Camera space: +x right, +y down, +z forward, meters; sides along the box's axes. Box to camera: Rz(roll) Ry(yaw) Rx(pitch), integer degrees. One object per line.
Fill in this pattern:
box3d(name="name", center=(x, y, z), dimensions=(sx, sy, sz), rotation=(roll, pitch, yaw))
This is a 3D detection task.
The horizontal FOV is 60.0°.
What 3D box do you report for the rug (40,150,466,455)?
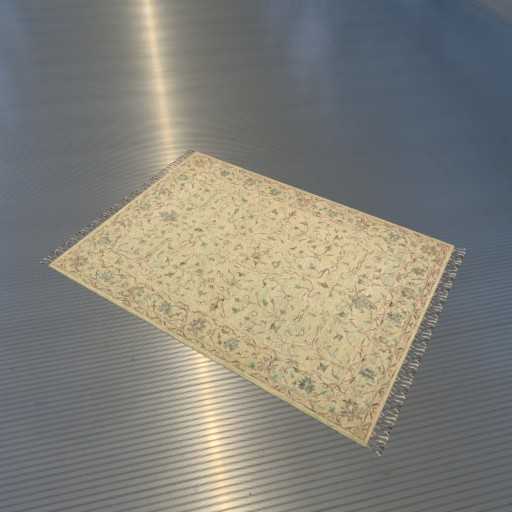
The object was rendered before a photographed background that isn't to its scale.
box3d(name="rug", center=(0.000, 0.000, 2.263), dimensions=(1.802, 0.008, 1.247), rotation=(24, 50, 22))
